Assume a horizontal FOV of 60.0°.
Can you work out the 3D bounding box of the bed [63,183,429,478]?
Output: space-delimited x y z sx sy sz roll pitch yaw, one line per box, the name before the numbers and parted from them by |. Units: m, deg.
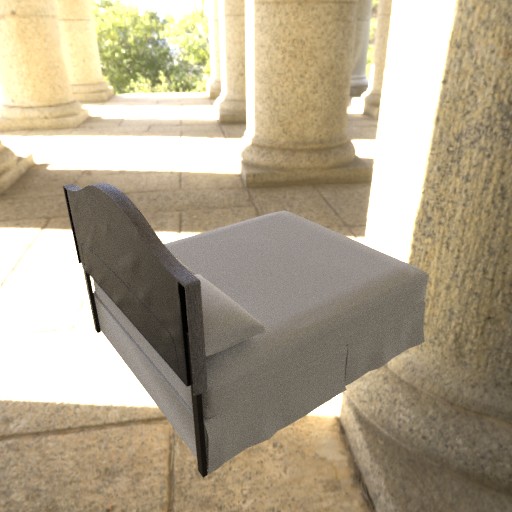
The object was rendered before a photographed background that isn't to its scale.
bed | 0.000 0.000 2.954 1.870 1.295 1.610 -19 32 -33
